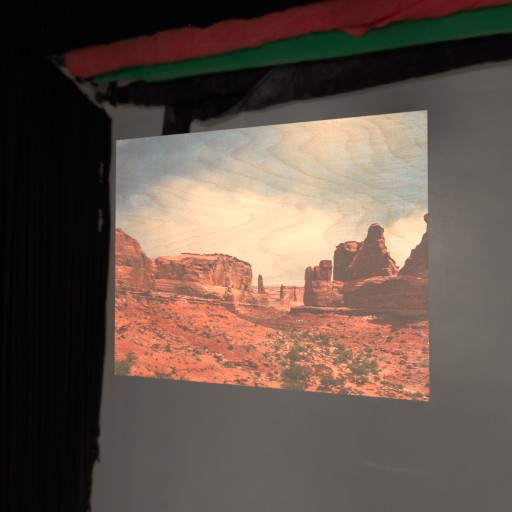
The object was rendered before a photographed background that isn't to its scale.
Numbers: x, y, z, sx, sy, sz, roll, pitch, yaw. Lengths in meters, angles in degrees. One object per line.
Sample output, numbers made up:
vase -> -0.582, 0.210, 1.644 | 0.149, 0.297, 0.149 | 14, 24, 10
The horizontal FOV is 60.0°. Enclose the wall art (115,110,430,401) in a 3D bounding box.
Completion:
wall art -> 0.000, 0.000, 0.700 | 0.508, 0.406, 0.013 | 0, -1, 17
